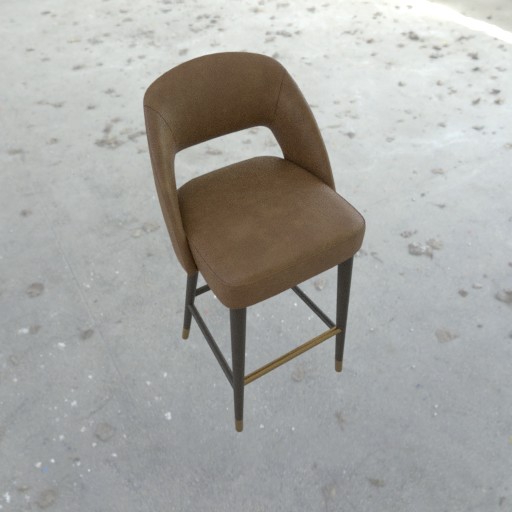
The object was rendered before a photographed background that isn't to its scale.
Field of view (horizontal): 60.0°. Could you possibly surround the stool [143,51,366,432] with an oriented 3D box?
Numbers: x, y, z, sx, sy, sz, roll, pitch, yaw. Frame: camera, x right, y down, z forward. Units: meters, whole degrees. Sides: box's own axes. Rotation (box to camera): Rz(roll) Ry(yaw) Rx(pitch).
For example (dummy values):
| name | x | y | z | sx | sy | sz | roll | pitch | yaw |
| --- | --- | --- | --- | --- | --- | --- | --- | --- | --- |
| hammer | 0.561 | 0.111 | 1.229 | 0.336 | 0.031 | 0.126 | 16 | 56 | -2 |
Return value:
| name | x | y | z | sx | sy | sz | roll | pitch | yaw |
| --- | --- | --- | --- | --- | --- | --- | --- | --- | --- |
| stool | 0.000 | 0.000 | 1.353 | 0.494 | 1.037 | 0.509 | -24 | 51 | -21 |
